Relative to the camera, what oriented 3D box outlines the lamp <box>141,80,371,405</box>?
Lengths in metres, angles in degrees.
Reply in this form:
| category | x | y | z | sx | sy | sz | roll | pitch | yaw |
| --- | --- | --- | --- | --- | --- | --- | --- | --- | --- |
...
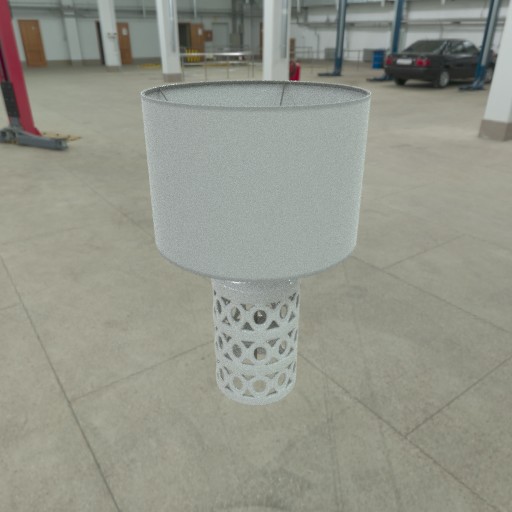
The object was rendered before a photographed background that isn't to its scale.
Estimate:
| category | x | y | z | sx | sy | sz | roll | pitch | yaw |
| --- | --- | --- | --- | --- | --- | --- | --- | --- | --- |
| lamp | 0.000 | 0.000 | 0.714 | 0.310 | 0.502 | 0.310 | 0 | 27 | 0 |
